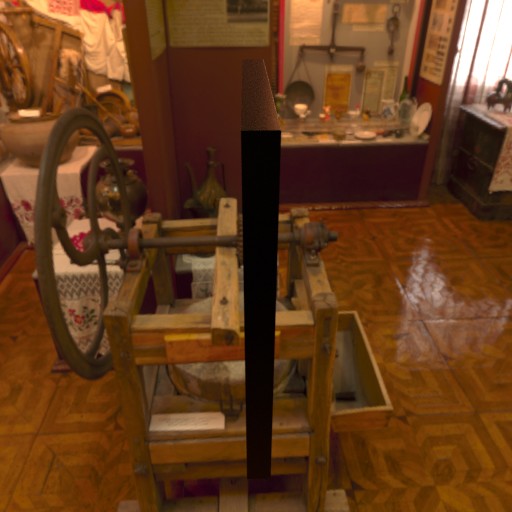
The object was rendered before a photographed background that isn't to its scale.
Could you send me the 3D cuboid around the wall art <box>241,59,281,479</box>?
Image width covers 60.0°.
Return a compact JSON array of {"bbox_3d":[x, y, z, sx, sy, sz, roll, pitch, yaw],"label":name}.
[{"bbox_3d":[0.000,0.000,0.750,0.039,0.553,0.451,-1,32,-1],"label":"wall art"}]
